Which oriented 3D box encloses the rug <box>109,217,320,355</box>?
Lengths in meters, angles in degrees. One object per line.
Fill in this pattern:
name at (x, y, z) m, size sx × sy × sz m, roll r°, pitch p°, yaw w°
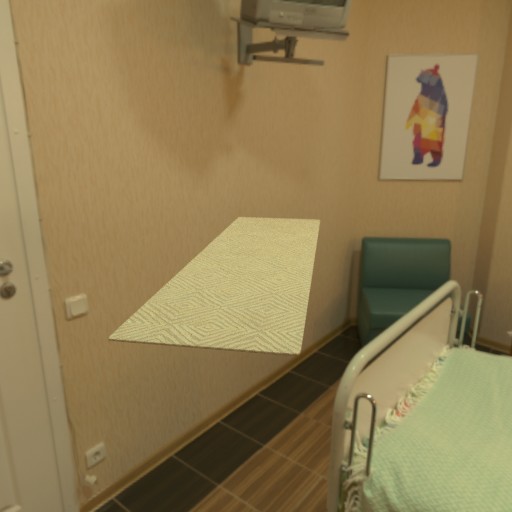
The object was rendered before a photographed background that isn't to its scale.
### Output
rug at (0.000, 0.000, 2.580) m, size 0.676 × 0.008 × 2.277 m, roll 3°, pitch 16°, yaw 9°
